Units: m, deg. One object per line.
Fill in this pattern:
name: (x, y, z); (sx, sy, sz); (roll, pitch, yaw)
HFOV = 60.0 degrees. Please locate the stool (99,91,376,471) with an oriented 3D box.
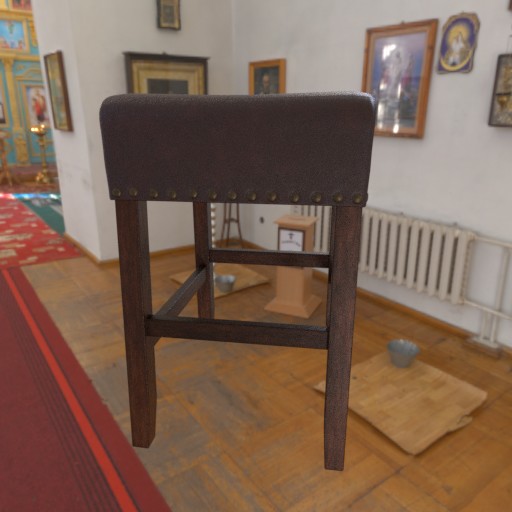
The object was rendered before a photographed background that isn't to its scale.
stool: (0.000, 0.000, 0.908); (0.397, 0.608, 0.465); (3, 17, 9)
